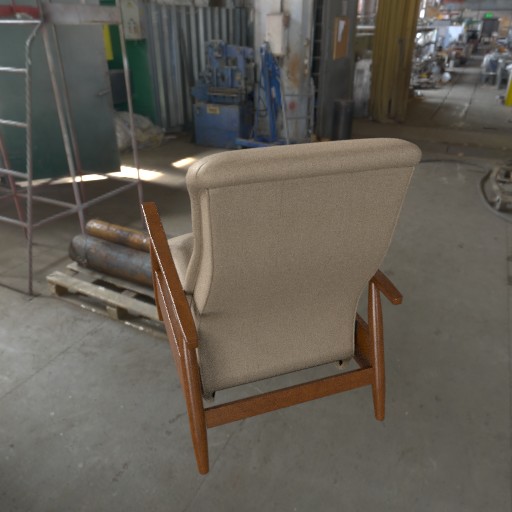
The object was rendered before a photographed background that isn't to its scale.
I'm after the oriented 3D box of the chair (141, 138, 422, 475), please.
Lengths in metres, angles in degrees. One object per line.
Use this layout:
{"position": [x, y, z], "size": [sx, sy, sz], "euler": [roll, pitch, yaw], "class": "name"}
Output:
{"position": [0.000, 0.000, 1.761], "size": [0.762, 1.082, 1.032], "euler": [-9, 29, -17], "class": "chair"}
